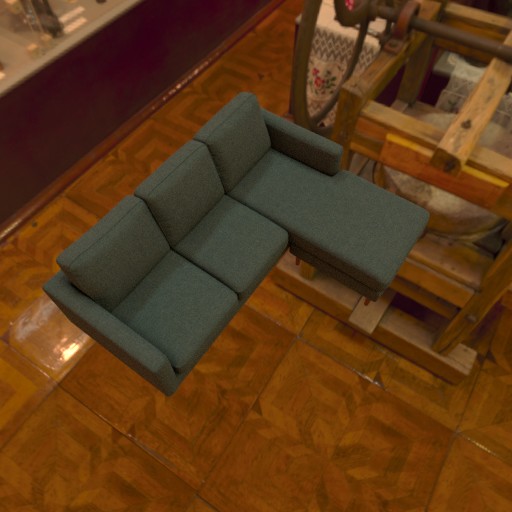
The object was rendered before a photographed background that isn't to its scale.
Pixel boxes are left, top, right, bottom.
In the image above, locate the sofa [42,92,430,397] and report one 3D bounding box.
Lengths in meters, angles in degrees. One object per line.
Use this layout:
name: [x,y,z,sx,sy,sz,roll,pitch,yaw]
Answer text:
sofa: [0.000,0.000,2.989,1.667,0.957,2.055,31,63,18]
